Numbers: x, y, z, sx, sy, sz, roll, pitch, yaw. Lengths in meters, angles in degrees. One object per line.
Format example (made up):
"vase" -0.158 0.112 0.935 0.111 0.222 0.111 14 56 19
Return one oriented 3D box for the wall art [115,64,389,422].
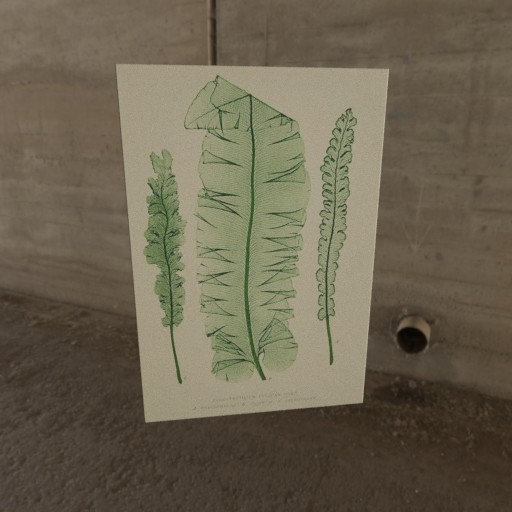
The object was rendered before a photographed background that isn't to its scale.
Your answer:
"wall art" 0.000 0.000 0.774 0.418 0.608 0.038 -2 17 -8
